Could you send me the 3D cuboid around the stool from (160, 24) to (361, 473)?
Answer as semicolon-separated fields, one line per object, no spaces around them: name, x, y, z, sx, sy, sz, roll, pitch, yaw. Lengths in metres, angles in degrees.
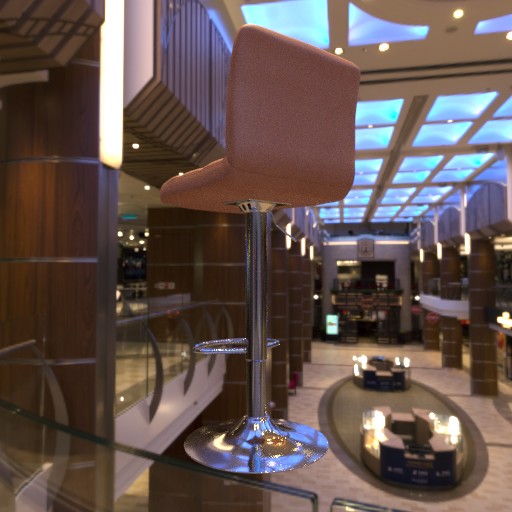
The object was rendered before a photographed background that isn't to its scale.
stool;0.000;0.000;1.343;0.430;1.115;0.505;2;-3;-35
